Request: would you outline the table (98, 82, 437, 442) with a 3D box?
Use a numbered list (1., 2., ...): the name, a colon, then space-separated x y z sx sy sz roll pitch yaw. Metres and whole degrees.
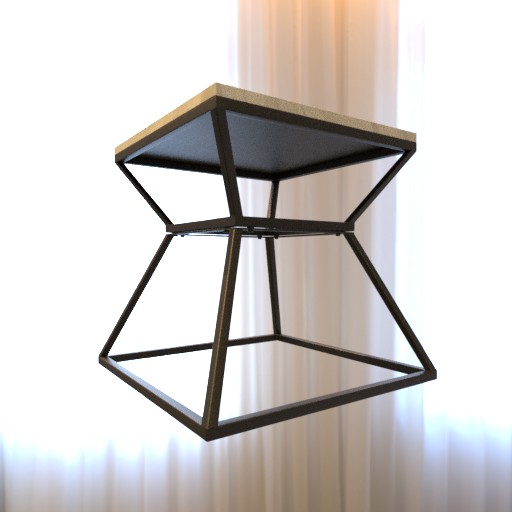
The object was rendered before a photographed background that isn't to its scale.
1. table: 0.000 0.000 0.829 0.455 0.431 0.455 0 0 -35
